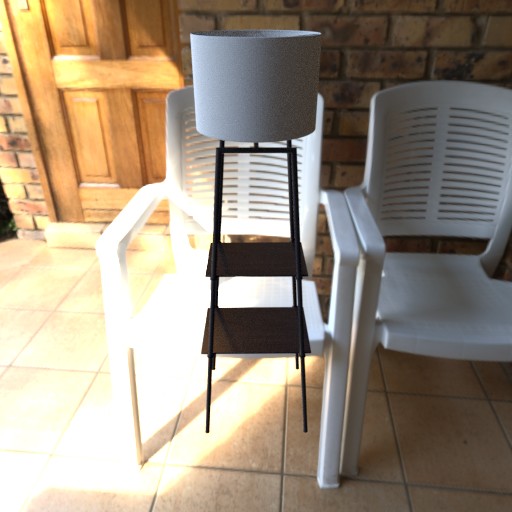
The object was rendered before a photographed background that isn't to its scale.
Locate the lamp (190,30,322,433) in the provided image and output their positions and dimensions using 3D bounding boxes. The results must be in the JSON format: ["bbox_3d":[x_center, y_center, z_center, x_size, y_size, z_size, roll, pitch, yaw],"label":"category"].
[{"bbox_3d":[0.000,0.000,1.638,0.427,1.474,0.384,0,30,-1],"label":"lamp"}]
